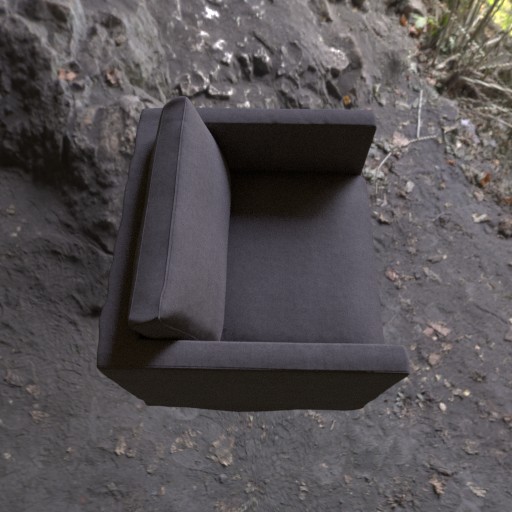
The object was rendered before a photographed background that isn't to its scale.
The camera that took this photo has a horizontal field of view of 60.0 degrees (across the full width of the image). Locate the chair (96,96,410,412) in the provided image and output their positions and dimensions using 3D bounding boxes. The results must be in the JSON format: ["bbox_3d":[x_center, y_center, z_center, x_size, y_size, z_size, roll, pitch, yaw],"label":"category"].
[{"bbox_3d":[0.000,0.000,1.742,0.949,0.863,1.057,1,63,1],"label":"chair"}]
